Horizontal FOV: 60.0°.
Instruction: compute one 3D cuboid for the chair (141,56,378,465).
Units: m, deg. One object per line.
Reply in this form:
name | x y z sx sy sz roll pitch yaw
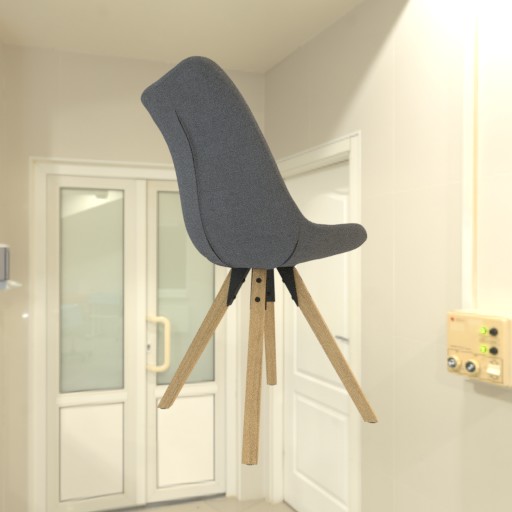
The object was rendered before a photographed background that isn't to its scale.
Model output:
chair | 0.000 0.000 1.180 0.550 0.850 0.485 0 0 -36
